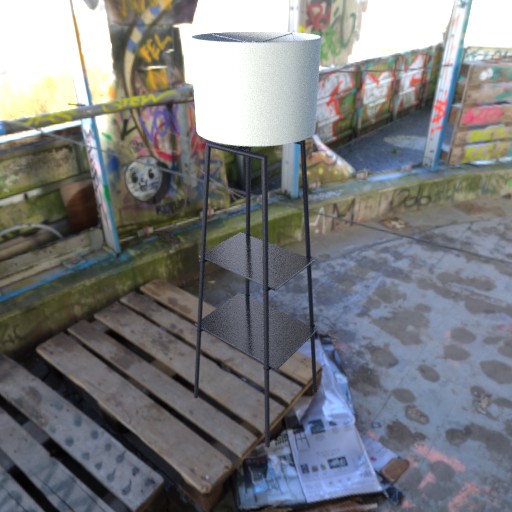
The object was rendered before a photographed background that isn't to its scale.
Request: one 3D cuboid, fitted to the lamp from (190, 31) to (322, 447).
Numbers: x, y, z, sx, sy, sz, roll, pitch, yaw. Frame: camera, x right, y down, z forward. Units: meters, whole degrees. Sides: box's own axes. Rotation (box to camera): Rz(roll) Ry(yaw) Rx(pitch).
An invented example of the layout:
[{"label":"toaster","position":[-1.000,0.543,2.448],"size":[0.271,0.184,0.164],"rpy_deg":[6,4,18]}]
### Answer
[{"label":"lamp","position":[0.000,0.000,1.654],"size":[0.427,1.474,0.384],"rpy_deg":[22,37,32]}]
